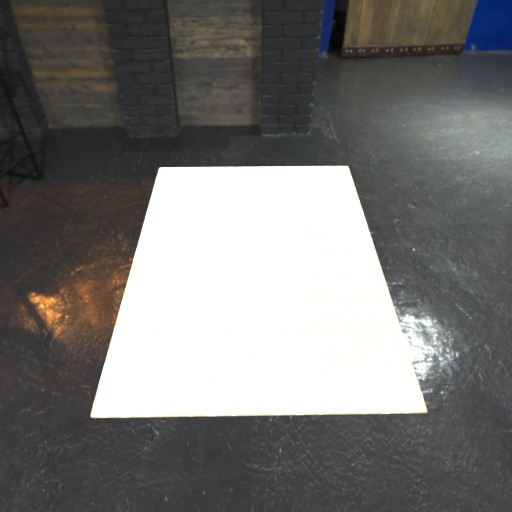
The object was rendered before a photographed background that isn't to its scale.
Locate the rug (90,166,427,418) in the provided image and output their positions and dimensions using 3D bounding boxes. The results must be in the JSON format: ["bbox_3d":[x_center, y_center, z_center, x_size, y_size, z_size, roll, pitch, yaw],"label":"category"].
[{"bbox_3d":[0.000,0.000,2.785,1.524,0.010,2.134,-1,42,-1],"label":"rug"}]
